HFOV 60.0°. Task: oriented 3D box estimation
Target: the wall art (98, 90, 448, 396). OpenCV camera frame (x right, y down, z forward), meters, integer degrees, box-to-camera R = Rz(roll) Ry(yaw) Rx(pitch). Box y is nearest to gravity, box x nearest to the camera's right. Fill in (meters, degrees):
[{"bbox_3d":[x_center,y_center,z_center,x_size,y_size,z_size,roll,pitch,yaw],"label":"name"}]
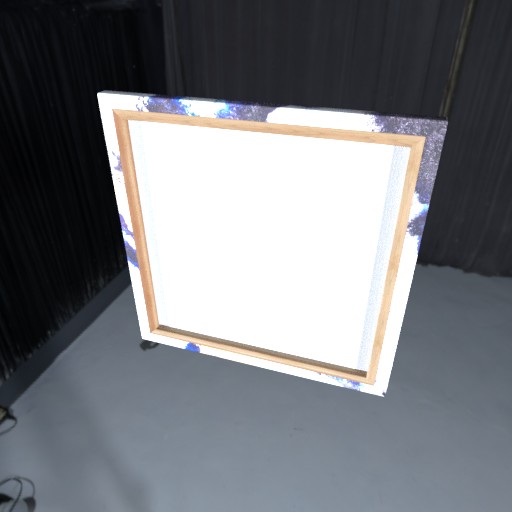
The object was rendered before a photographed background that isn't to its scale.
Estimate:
[{"bbox_3d":[0.000,0.000,1.326,0.887,0.885,0.038,10,34,15],"label":"wall art"}]
